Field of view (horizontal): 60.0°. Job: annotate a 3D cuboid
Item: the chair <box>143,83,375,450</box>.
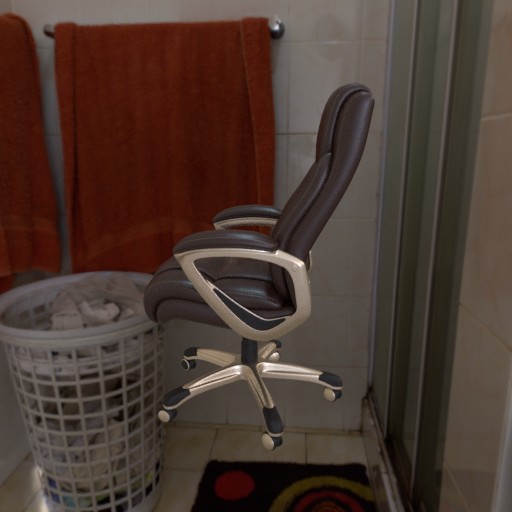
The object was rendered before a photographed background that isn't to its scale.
[{"bbox_3d":[0.000,0.000,1.675,0.749,1.194,0.692,2,14,7],"label":"chair"}]
